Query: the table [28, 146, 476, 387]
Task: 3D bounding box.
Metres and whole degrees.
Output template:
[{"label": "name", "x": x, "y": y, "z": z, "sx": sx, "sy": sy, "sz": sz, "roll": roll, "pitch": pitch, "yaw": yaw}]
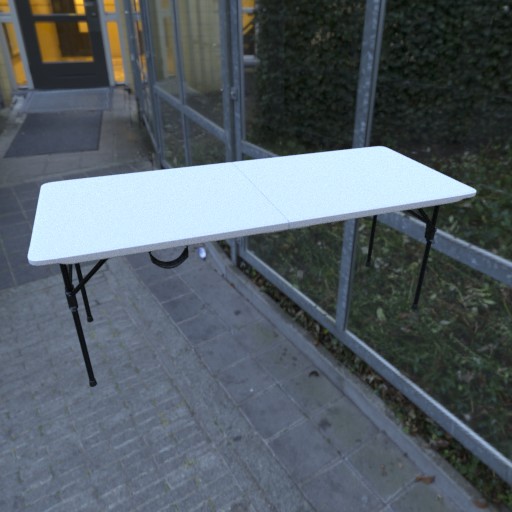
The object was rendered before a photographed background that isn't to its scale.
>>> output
[{"label": "table", "x": 0.000, "y": 0.000, "z": 2.171, "sx": 1.829, "sy": 0.719, "sz": 0.761, "roll": -10, "pitch": 31, "yaw": -17}]
